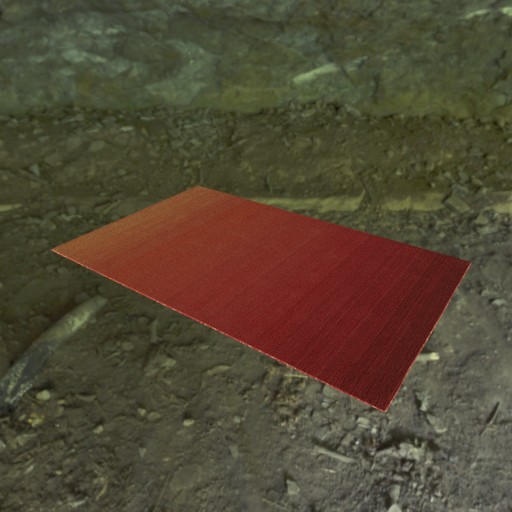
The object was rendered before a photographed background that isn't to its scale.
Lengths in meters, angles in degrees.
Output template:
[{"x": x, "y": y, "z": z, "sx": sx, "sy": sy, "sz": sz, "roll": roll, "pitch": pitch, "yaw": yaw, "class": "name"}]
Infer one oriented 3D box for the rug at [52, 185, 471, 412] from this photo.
[{"x": 0.000, "y": 0.000, "z": 3.030, "sx": 2.442, "sy": 0.010, "sz": 1.531, "roll": 20, "pitch": 35, "yaw": 30, "class": "rug"}]
